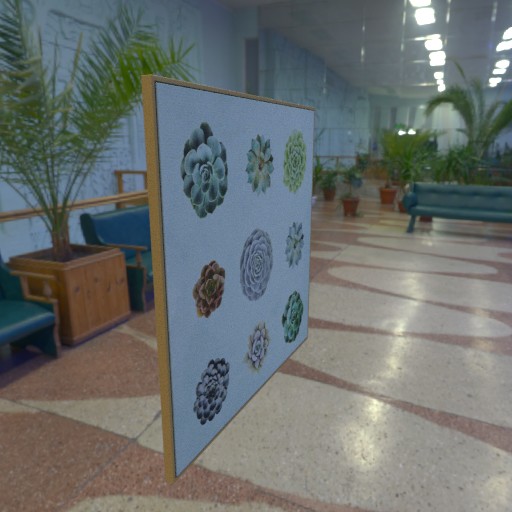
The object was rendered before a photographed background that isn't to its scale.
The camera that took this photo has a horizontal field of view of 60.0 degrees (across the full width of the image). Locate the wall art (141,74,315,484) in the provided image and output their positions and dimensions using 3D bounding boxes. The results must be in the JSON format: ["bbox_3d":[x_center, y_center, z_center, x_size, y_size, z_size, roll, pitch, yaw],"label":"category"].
[{"bbox_3d":[0.000,0.000,0.670,0.013,0.455,0.457,7,16,26],"label":"wall art"}]
